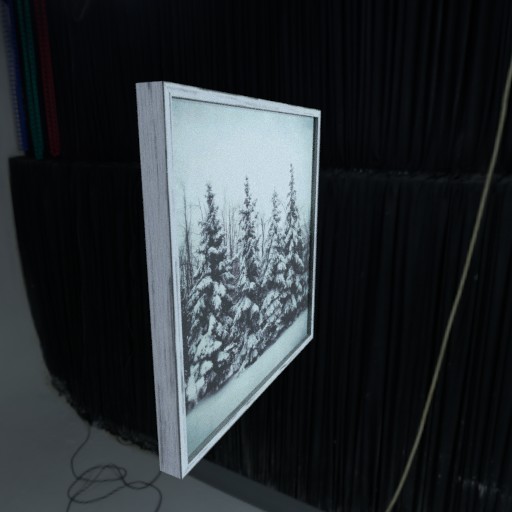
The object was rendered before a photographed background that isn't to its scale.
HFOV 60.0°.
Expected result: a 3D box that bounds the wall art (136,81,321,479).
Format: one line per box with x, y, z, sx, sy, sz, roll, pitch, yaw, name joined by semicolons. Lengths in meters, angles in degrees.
0.000;0.000;0.763;0.038;0.506;0.506;7;16;26;wall art
